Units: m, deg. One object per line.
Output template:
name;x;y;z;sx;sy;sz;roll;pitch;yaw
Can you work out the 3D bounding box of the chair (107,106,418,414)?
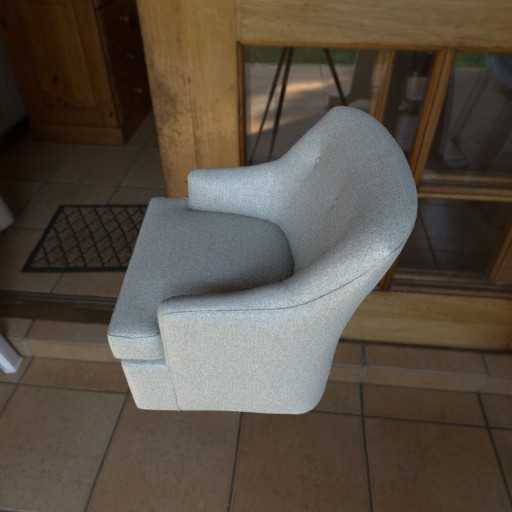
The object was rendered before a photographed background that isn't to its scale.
chair;0.000;0.000;1.611;0.923;0.856;0.864;0;41;0
